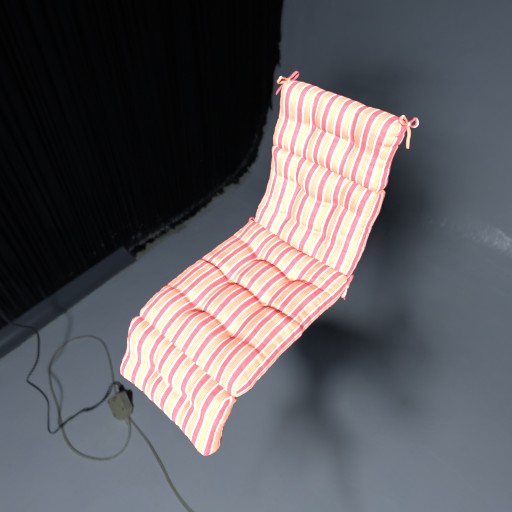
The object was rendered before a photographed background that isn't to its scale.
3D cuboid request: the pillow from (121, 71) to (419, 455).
[{"bbox_3d":[0.000,0.000,1.534,0.526,0.863,1.016,32,54,28],"label":"pillow"}]
